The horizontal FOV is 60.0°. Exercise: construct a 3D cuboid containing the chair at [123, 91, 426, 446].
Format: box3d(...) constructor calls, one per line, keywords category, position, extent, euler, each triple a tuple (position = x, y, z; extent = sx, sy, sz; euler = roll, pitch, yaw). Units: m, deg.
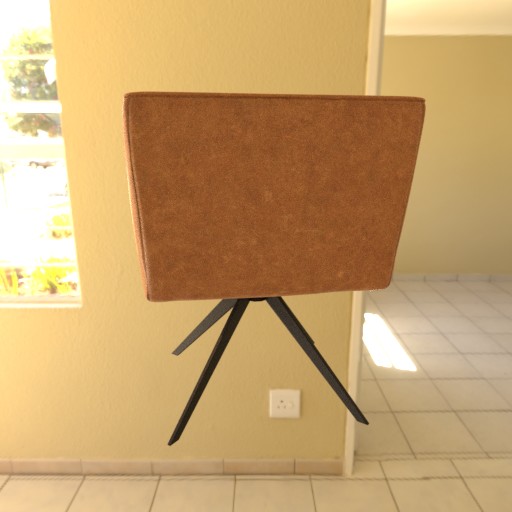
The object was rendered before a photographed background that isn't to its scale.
box3d(category="chair", position=(0.000, 0.000, 1.193), extent=(0.588, 0.760, 0.625), euler=(-2, 14, -9))
